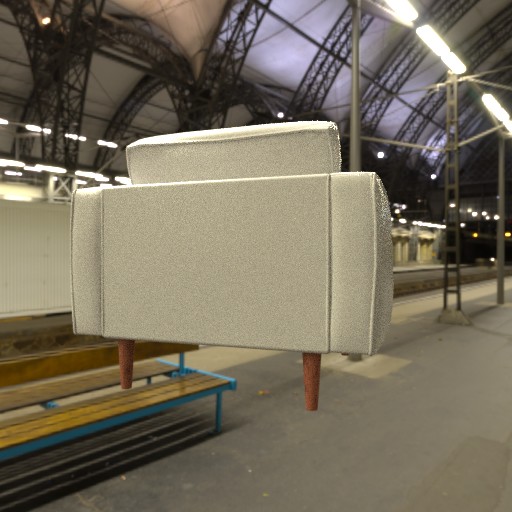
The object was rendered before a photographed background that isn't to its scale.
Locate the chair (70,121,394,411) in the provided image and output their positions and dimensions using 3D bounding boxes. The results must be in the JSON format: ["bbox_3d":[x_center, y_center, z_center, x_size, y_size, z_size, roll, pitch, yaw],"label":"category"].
[{"bbox_3d":[0.000,0.000,1.565,0.928,0.773,0.843,0,0,19],"label":"chair"}]
